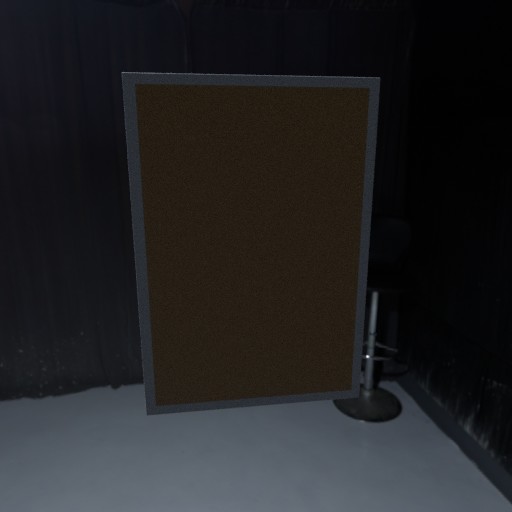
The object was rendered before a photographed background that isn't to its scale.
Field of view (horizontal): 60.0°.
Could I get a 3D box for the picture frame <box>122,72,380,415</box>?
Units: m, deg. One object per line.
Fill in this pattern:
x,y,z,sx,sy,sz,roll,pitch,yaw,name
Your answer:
0.000,0.000,0.866,0.457,0.657,0.013,-2,15,-8,picture frame
